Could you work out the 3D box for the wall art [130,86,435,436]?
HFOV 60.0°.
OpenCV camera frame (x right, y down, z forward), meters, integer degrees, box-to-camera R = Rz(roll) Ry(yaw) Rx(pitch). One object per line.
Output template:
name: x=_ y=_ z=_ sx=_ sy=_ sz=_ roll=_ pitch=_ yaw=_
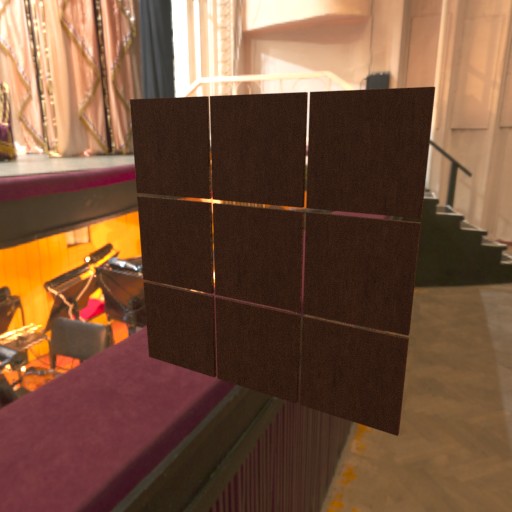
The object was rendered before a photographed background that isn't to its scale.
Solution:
wall art: x=0.000 y=0.000 z=1.330 sx=0.915 sy=0.914 sz=0.013 roll=9 pitch=18 yaw=28
